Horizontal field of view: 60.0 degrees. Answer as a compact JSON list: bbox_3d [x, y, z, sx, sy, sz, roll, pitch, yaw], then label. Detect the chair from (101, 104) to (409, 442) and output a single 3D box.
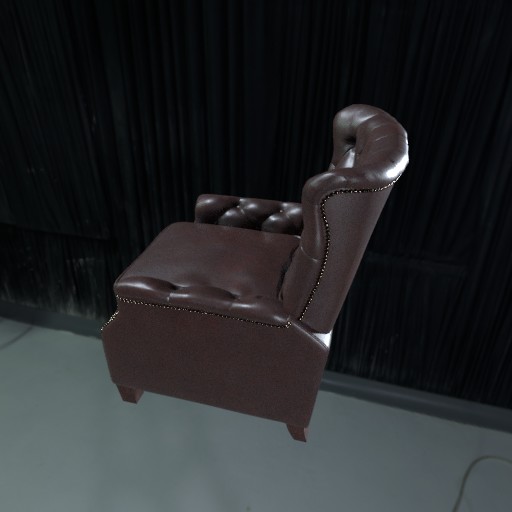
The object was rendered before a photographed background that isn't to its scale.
[{"bbox_3d":[0.000,0.000,1.453,0.823,0.864,0.709,8,31,13],"label":"chair"}]
